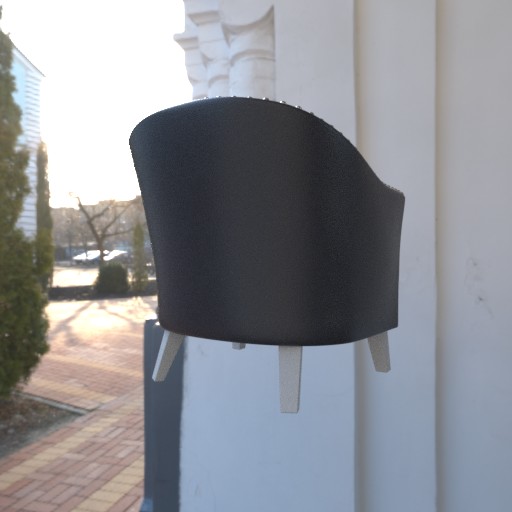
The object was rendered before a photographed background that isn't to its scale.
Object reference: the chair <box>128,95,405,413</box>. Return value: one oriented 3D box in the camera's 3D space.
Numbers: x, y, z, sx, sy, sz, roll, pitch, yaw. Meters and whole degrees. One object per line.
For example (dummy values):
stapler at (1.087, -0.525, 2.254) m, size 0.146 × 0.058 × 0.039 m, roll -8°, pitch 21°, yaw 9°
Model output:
chair at (0.000, 0.000, 1.483) m, size 0.794 × 0.823 × 0.748 m, roll 0°, pitch 0°, yaw 35°
